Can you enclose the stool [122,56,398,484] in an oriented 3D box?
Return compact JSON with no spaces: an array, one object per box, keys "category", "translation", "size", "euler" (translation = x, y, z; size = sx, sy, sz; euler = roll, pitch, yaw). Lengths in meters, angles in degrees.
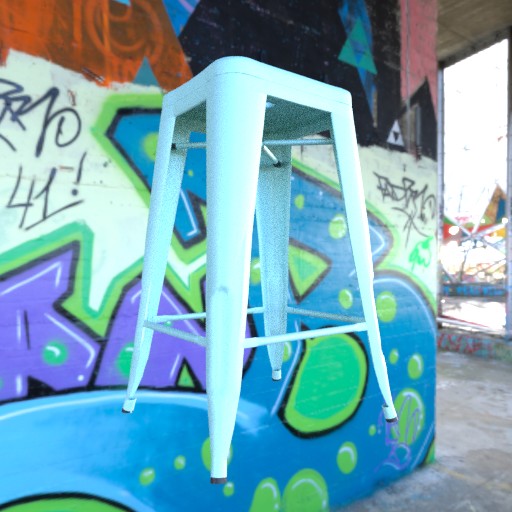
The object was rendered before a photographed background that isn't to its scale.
[{"category":"stool","translation":[0.000,0.000,0.841],"size":[0.399,0.609,0.359],"euler":[0,0,-37]}]
